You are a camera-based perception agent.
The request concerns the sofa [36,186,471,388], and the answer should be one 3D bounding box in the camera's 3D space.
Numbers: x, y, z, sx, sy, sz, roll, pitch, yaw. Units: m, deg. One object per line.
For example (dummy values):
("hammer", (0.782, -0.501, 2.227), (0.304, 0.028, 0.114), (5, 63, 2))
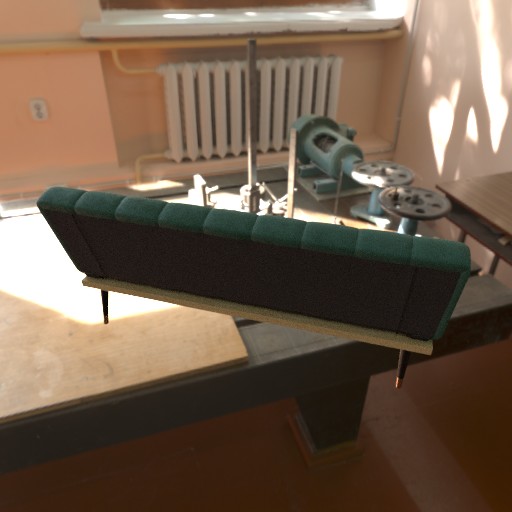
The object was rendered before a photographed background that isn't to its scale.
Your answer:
("sofa", (0.000, 0.000, 2.276), (1.810, 0.820, 0.830), (9, 34, 14))
